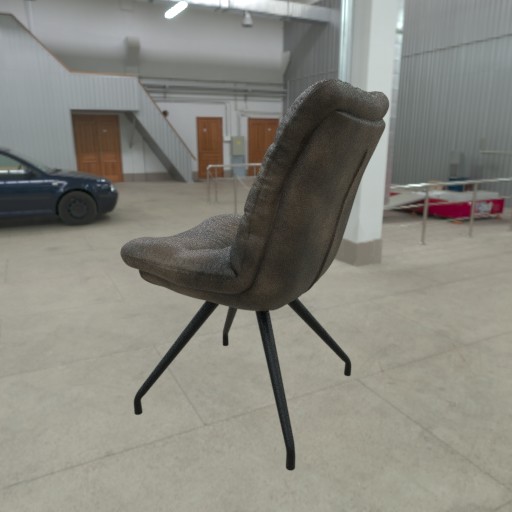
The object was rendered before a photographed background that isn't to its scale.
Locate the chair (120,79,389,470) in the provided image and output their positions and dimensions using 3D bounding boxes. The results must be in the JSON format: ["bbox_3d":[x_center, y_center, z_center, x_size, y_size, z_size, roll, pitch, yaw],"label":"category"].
[{"bbox_3d":[0.000,0.000,1.238,0.622,0.870,0.549,8,17,26],"label":"chair"}]
